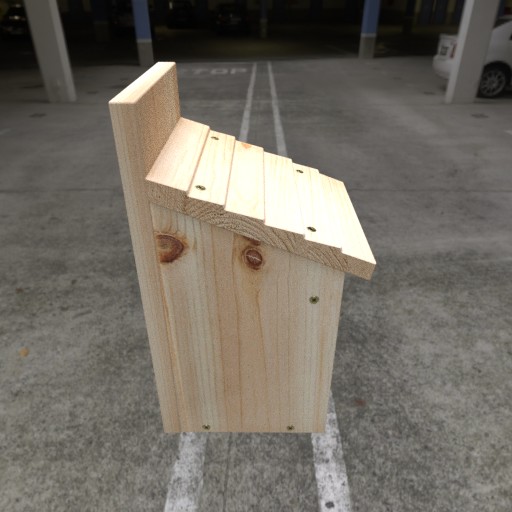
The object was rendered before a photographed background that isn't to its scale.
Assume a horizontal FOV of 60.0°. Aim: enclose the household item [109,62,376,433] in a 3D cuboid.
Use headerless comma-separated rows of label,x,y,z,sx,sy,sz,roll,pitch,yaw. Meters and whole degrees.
household item,0.000,0.000,0.397,0.171,0.300,0.149,0,32,0
